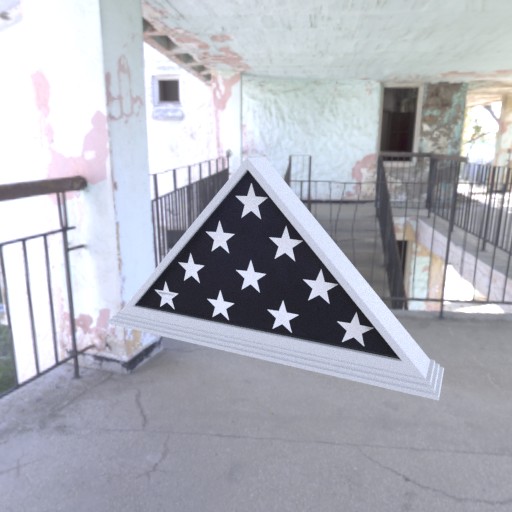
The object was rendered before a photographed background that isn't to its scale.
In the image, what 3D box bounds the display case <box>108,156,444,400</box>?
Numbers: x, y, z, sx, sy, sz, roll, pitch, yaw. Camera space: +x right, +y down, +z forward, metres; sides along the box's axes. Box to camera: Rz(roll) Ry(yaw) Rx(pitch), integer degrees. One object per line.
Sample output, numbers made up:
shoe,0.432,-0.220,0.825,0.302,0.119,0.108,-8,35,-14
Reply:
display case,0.000,0.000,0.781,0.640,0.340,0.095,7,16,25
